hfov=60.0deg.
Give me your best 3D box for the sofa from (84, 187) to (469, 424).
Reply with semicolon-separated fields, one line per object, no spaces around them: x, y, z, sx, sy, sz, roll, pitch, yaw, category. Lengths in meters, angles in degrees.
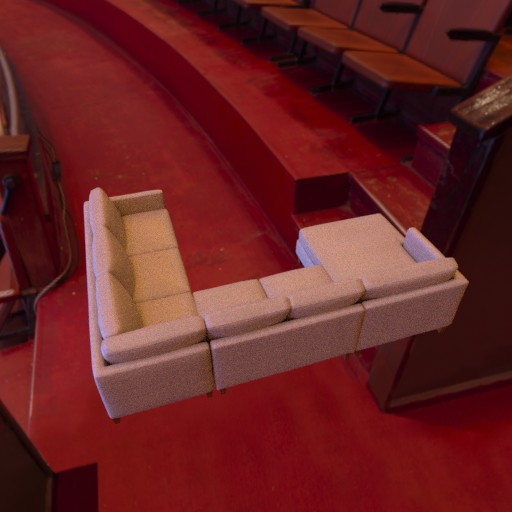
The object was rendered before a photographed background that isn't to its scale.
0.000;0.000;4.859;3.460;0.961;2.594;-12;42;-14;sofa
